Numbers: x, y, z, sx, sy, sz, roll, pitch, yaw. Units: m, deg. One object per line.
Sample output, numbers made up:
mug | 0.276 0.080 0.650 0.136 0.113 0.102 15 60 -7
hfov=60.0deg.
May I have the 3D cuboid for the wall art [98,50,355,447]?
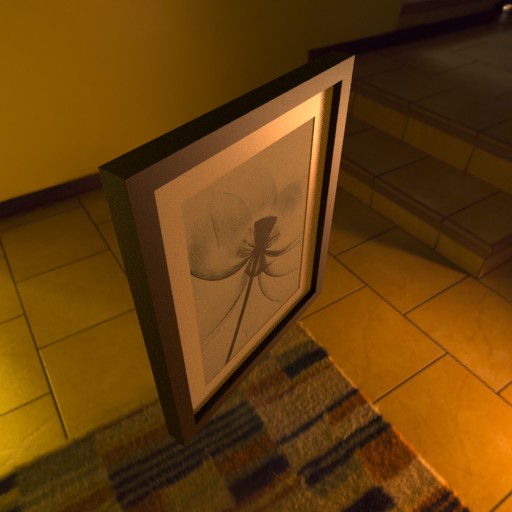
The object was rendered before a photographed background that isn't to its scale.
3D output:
wall art | 0.000 0.000 0.528 0.029 0.381 0.330 26 47 27
